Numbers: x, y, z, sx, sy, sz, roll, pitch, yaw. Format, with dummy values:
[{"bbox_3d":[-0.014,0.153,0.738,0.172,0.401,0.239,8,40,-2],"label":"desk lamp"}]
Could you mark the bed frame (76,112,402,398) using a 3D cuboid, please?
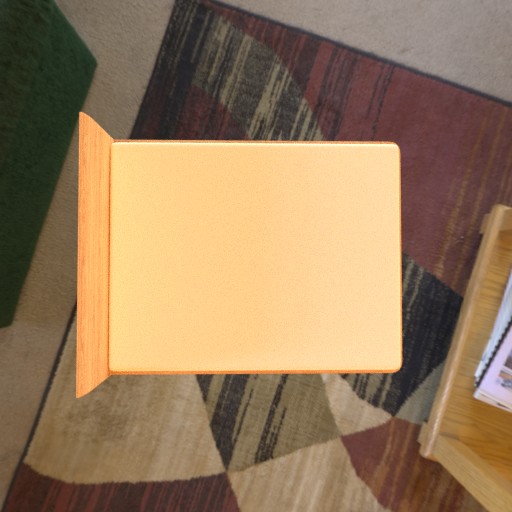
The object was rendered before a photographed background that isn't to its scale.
[{"bbox_3d":[0.000,0.000,3.064,2.092,0.940,1.660,0,88,-1],"label":"bed frame"}]
